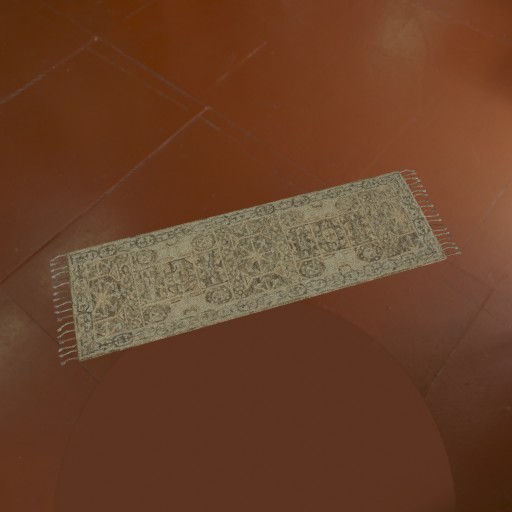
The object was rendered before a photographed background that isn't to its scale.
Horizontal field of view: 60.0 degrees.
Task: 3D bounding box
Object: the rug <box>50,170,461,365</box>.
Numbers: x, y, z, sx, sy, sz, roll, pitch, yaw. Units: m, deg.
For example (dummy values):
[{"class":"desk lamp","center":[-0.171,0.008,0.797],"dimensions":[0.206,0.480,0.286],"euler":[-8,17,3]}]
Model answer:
[{"class":"rug","center":[0.000,0.000,2.970],"dimensions":[2.664,0.011,0.762],"euler":[-15,64,-7]}]
